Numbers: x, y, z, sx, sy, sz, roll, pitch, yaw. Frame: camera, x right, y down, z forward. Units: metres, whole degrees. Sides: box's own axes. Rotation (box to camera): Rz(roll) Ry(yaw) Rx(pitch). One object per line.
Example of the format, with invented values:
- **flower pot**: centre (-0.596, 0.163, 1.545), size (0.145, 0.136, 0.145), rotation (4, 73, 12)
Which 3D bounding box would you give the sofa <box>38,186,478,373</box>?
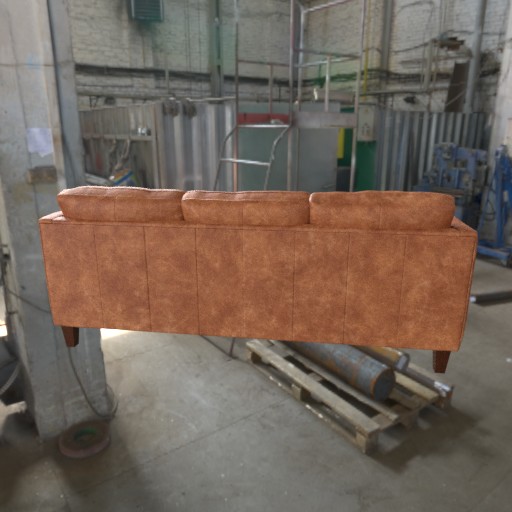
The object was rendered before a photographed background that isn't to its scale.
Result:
- **sofa**: centre (0.000, 0.000, 2.992), size (2.464, 1.006, 1.045), rotation (2, 16, 8)
